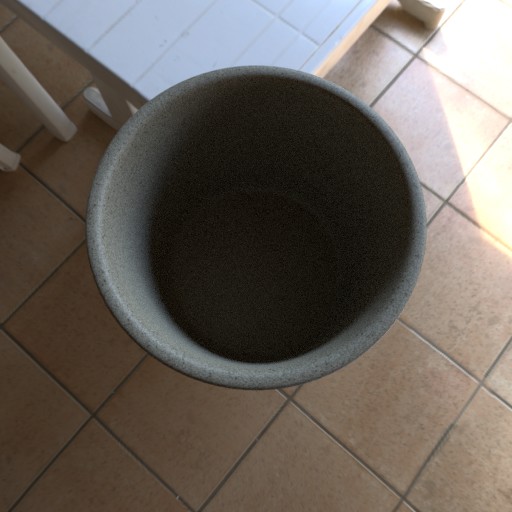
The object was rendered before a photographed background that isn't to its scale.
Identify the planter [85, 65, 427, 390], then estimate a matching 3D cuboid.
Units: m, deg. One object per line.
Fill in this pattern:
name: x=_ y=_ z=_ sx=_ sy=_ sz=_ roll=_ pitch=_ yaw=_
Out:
planter: x=0.000 y=0.000 z=0.343 sx=0.191 sy=0.200 sz=0.191 roll=0 pitch=76 yaw=0
